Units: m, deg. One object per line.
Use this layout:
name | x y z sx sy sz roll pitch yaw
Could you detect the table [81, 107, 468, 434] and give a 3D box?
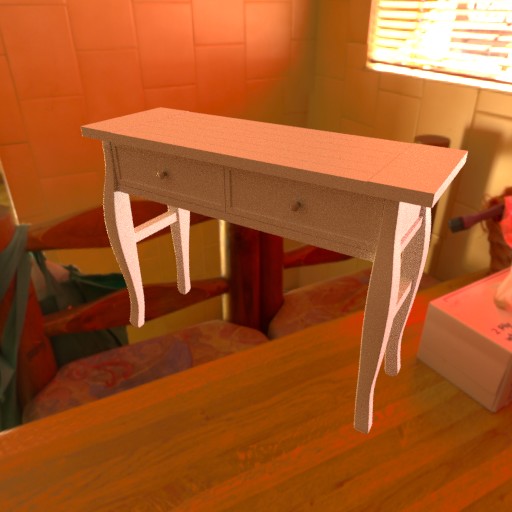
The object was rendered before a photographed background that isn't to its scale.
table | 0.000 0.000 1.441 1.062 0.768 0.373 17 34 28
